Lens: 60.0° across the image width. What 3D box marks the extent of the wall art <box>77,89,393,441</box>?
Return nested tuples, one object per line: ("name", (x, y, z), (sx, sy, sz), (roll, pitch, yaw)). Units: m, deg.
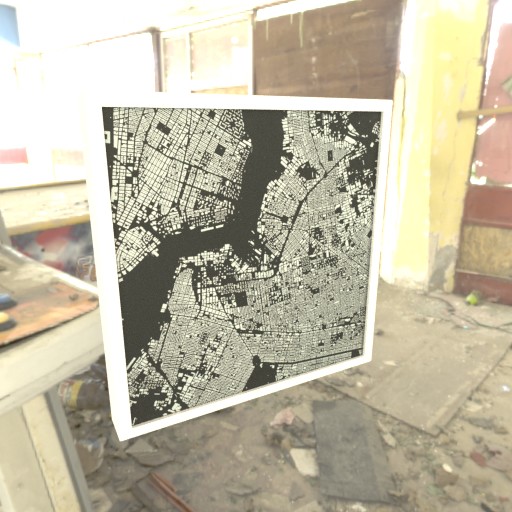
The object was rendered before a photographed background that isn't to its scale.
("wall art", (0.000, 0.000, 0.451), (0.305, 0.305, 0.037), (-9, 19, -27))
